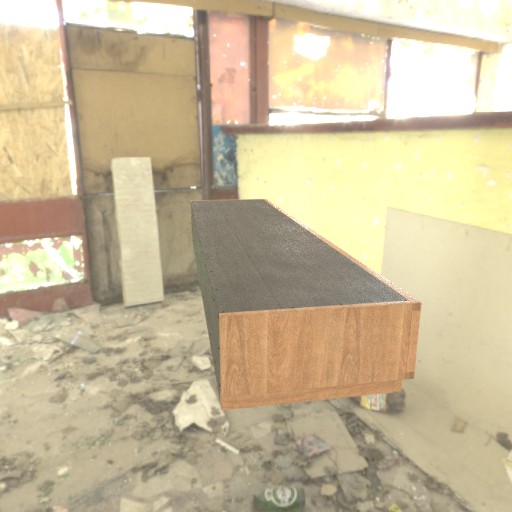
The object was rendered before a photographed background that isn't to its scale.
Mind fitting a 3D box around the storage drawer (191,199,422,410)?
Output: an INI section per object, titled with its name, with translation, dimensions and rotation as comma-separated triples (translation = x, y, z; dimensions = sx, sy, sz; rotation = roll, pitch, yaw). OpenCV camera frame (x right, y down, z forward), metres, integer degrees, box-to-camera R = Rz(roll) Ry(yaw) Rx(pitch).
[storage drawer]
translation = 0.000, 0.000, 2.091
dimensions = 0.538, 0.264, 2.032
rotation = -3, 15, -10
